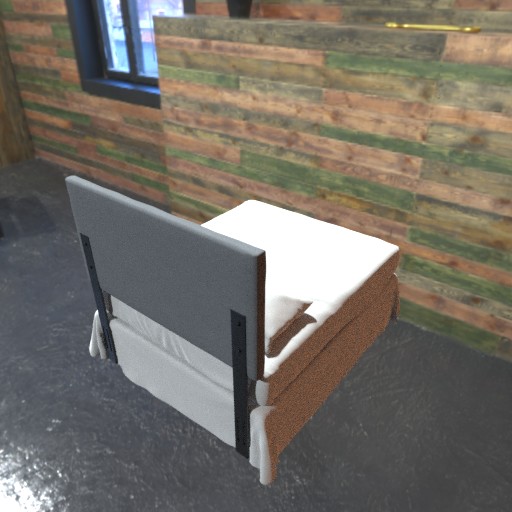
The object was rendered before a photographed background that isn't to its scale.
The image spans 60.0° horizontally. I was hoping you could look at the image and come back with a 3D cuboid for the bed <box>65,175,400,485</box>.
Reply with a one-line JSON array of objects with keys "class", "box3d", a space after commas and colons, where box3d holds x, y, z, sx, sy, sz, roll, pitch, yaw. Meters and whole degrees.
[{"class": "bed", "box3d": [0.000, 0.000, 3.579, 1.936, 1.577, 2.222, 22, 37, 32]}]
